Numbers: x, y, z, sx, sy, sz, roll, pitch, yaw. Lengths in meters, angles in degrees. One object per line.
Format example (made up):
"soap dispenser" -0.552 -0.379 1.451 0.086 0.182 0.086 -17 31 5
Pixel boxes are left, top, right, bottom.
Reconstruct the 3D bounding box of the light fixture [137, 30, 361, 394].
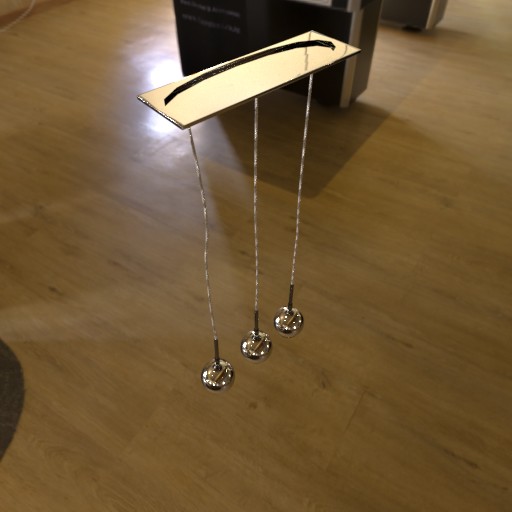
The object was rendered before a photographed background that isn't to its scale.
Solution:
"light fixture" 0.000 0.000 1.668 0.623 1.408 0.188 -33 55 -27
